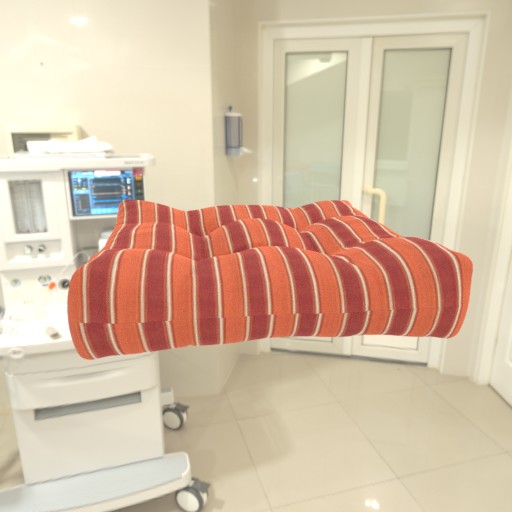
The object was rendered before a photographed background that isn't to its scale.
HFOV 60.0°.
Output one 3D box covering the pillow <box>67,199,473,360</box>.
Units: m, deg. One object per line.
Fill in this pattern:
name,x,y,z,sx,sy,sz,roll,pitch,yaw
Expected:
pillow,0.000,0.000,0.721,0.490,0.133,0.468,-3,17,-9
